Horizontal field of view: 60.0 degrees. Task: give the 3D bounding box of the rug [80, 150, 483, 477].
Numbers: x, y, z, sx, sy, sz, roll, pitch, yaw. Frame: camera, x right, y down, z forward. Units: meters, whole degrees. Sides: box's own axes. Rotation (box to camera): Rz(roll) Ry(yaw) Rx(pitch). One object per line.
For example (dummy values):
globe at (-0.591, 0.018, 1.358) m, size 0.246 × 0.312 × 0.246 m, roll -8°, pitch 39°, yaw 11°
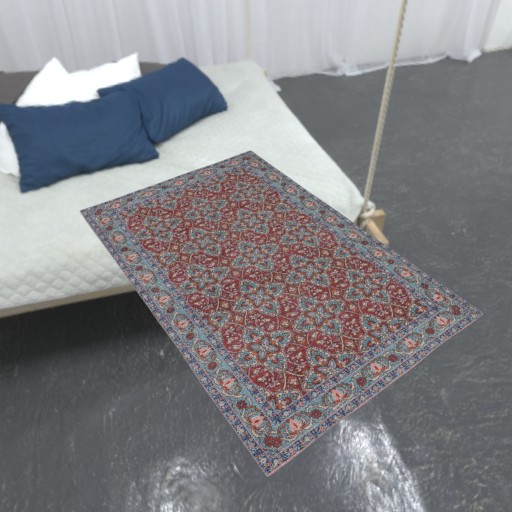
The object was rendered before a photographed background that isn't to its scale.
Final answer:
rug at (0.000, 0.000, 2.286) m, size 1.219 × 0.009 × 1.829 m, roll -26°, pitch 48°, yaw -26°
